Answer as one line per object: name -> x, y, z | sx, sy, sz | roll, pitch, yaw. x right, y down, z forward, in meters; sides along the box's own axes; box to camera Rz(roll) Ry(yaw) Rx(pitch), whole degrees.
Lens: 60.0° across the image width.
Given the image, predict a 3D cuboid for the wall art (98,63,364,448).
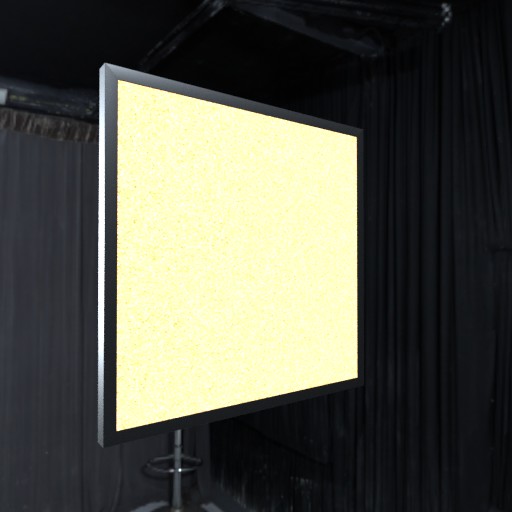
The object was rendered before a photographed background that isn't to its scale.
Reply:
wall art -> 0.000, 0.000, 1.102 | 0.756, 0.755, 0.036 | 1, -1, -36
